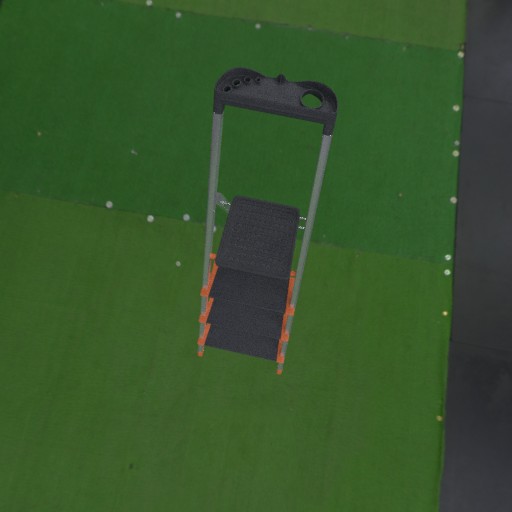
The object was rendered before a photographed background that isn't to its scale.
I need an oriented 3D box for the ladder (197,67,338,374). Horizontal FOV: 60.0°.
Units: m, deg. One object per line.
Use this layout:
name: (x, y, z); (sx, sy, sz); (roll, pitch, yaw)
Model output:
ladder: (0.000, 0.000, 1.746); (0.452, 1.429, 0.834); (12, 76, 3)
